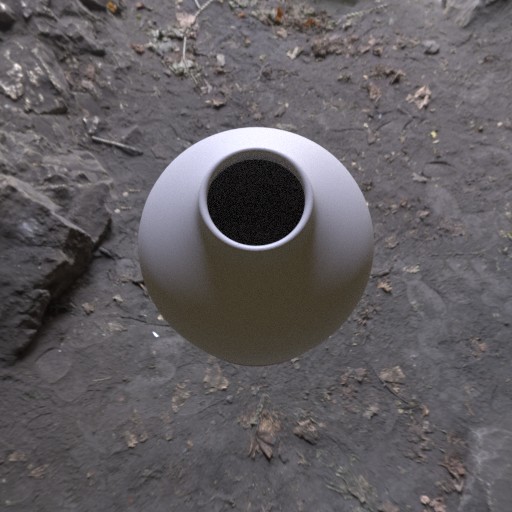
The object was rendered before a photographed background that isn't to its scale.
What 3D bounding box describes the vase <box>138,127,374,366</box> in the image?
[{"bbox_3d":[0.000,0.000,0.356,0.169,0.237,0.169,0,74,0],"label":"vase"}]
